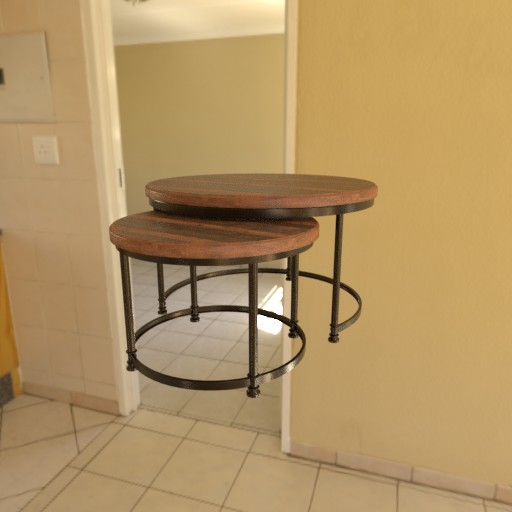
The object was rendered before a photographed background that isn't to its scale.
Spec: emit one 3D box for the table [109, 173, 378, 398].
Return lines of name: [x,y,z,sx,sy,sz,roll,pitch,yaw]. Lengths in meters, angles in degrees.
table: [0.000,0.000,1.637,0.870,0.516,1.152,2,15,8]
